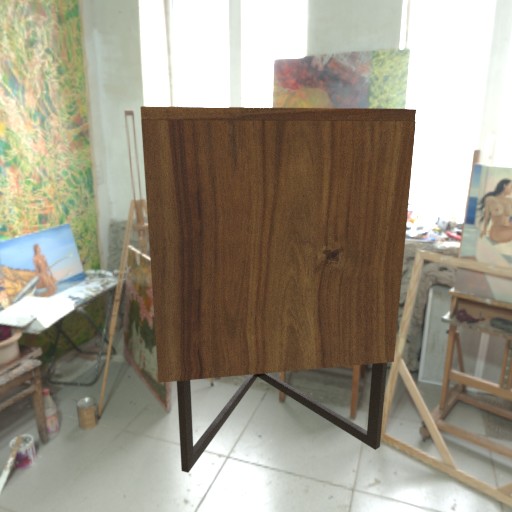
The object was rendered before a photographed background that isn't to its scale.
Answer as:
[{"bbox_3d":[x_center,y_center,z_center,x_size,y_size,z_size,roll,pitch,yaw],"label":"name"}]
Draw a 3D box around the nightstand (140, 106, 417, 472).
[{"bbox_3d":[0.000,0.000,1.016,0.427,0.615,0.613,-3,16,-9],"label":"nightstand"}]
